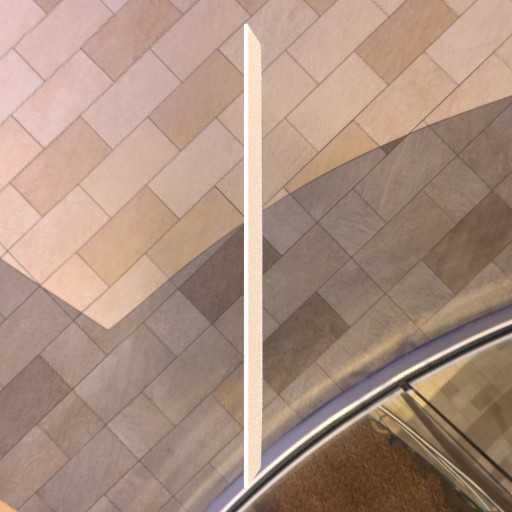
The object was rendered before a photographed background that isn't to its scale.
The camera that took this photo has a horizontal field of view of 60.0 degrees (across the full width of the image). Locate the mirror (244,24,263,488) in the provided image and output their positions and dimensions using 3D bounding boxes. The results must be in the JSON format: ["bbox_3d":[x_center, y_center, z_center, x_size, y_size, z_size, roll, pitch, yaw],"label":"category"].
[{"bbox_3d":[0.000,0.000,1.145,0.030,0.630,0.870,0,90,1],"label":"mirror"}]
